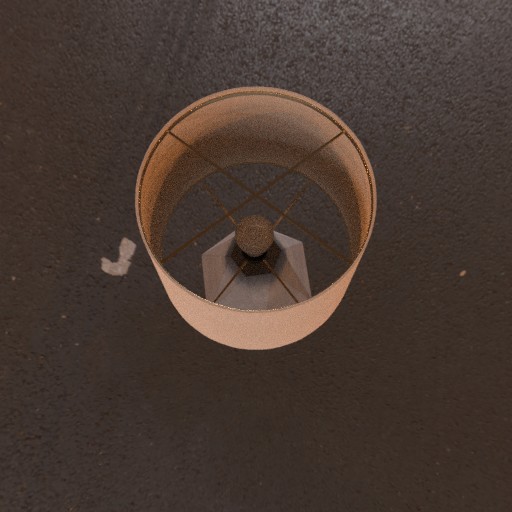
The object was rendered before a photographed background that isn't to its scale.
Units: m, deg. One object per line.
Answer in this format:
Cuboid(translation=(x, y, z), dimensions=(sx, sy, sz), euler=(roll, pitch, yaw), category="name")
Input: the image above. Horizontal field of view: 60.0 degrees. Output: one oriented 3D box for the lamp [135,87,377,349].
Cuboid(translation=(0.000, 0.000, 0.663), dimensions=(0.276, 0.501, 0.276), euler=(0, 76, 0), category="lamp")
